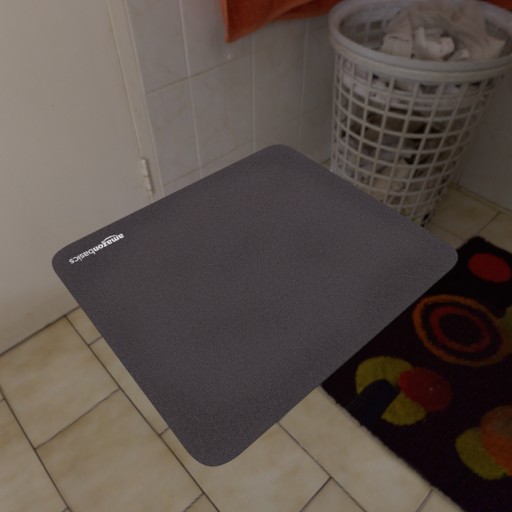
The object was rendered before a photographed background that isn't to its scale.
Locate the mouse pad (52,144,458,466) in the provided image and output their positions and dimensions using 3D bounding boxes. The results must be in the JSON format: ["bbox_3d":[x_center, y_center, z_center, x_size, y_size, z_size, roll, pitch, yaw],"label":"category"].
[{"bbox_3d":[0.000,0.000,0.433,0.315,0.002,0.269,-32,55,-27],"label":"mouse pad"}]
